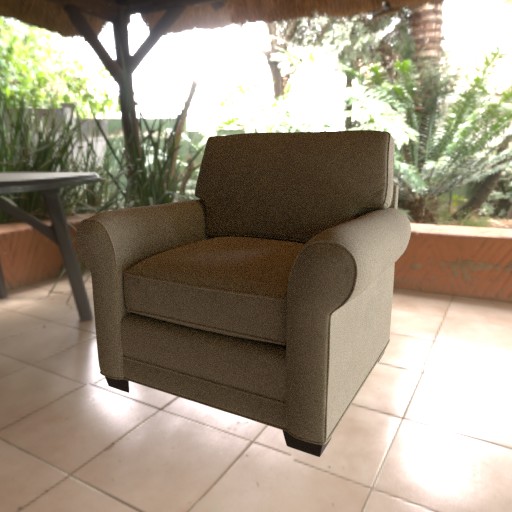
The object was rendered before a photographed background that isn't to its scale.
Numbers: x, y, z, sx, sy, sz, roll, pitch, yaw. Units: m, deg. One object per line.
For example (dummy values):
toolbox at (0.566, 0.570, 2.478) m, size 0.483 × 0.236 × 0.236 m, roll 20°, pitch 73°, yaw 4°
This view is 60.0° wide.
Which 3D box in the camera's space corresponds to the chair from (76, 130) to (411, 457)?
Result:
chair at (0.000, 0.000, 1.876) m, size 1.147 × 1.044 × 0.939 m, roll 7°, pitch 14°, yaw 28°
